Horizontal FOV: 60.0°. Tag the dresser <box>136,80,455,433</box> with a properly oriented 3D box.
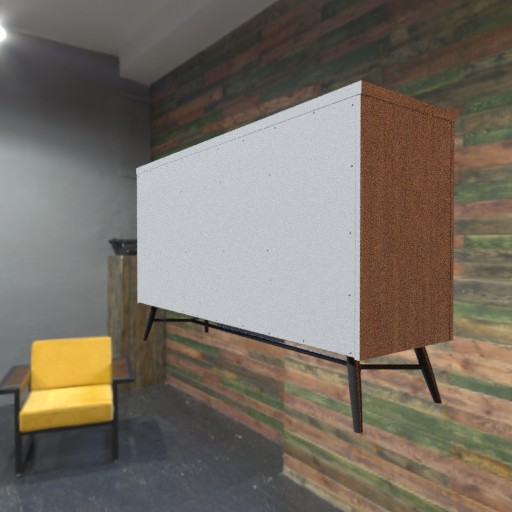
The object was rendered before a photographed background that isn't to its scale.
[{"bbox_3d":[0.000,0.000,1.879,0.457,0.914,1.524,-1,1,-36],"label":"dresser"}]
